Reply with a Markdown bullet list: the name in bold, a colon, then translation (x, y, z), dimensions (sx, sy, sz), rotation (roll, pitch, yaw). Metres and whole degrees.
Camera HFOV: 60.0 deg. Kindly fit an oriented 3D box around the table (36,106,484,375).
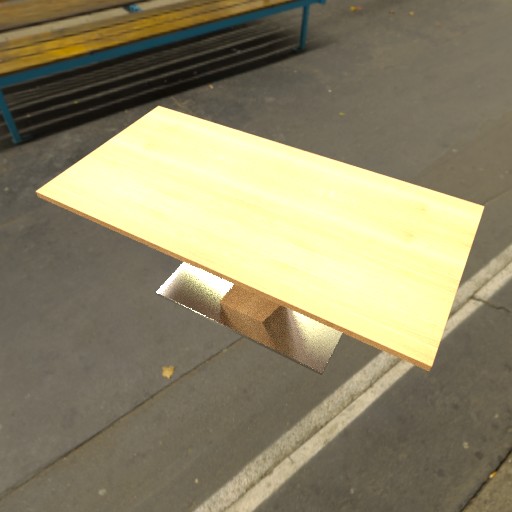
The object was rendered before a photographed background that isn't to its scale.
- **table**: translation (0.000, 0.000, 2.258), dimensions (1.800, 0.750, 0.900), rotation (22, 51, 20)
